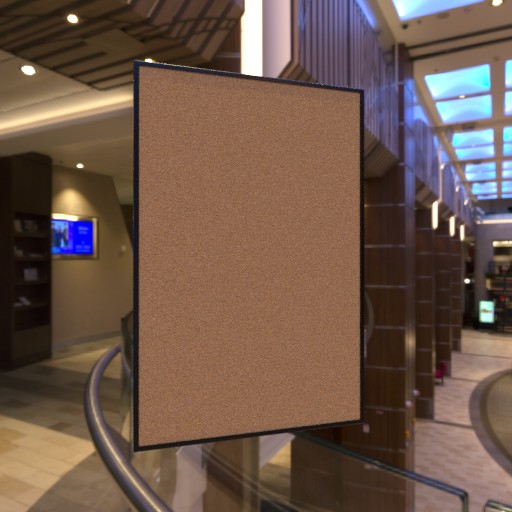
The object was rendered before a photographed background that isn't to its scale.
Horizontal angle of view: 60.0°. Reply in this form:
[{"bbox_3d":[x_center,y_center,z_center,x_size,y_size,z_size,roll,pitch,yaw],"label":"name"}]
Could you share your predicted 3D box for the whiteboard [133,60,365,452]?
[{"bbox_3d":[0.000,0.000,0.761,0.406,0.611,0.026,0,0,-17],"label":"whiteboard"}]
